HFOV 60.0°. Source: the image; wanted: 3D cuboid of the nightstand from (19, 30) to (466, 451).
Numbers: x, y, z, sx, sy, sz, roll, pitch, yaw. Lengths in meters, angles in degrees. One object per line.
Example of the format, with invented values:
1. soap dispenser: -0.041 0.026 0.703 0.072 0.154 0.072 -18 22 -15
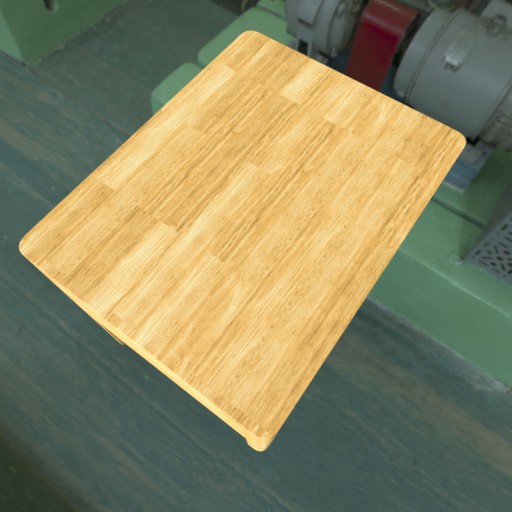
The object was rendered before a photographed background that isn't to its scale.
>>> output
1. nightstand: 0.000 0.000 0.877 0.440 0.470 0.560 33 69 15
